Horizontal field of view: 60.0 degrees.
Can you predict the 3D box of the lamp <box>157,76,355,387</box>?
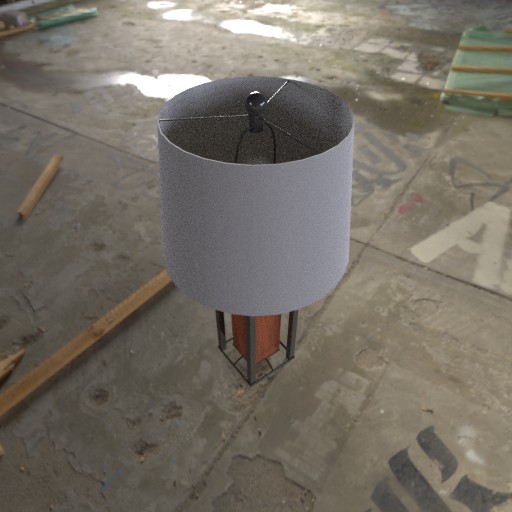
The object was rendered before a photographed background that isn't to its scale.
[{"bbox_3d":[0.000,0.000,0.788,0.320,0.591,0.320,0,43,0],"label":"lamp"}]
